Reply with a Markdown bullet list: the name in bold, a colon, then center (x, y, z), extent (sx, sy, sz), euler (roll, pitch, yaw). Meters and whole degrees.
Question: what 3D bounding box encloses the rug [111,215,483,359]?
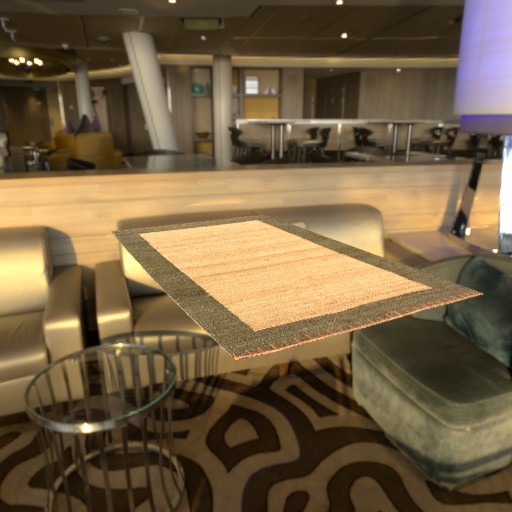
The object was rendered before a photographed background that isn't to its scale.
- **rug**: center (0.000, 0.000, 3.072), extent (1.521, 0.006, 2.435), euler (-9, 19, -27)
